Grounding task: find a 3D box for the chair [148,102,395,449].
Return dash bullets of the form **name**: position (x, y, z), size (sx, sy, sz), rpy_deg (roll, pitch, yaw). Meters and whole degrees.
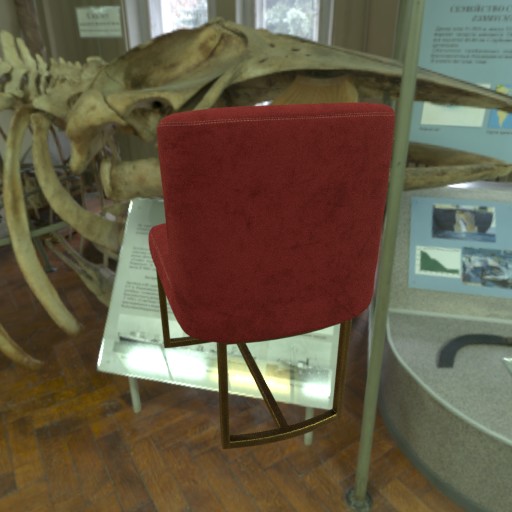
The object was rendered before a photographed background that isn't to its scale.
- **chair**: position (0.000, 0.000, 1.197), size (0.530, 0.824, 0.560), rpy_deg (-8, 26, -17)
